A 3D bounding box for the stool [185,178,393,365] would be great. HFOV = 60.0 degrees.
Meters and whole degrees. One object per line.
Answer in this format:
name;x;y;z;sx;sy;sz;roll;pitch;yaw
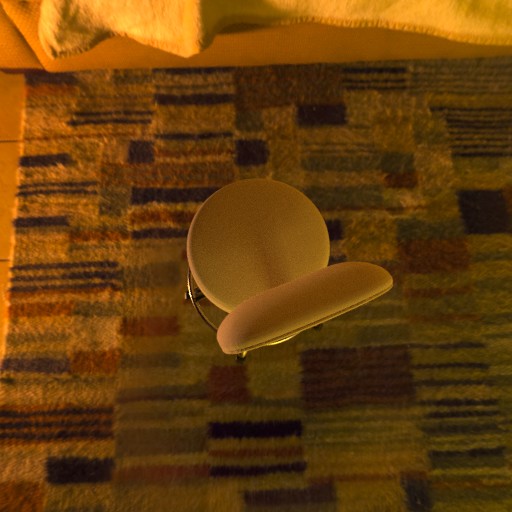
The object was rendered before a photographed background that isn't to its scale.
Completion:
stool;0.000;0.000;1.440;0.609;1.080;0.616;-22;76;-6
